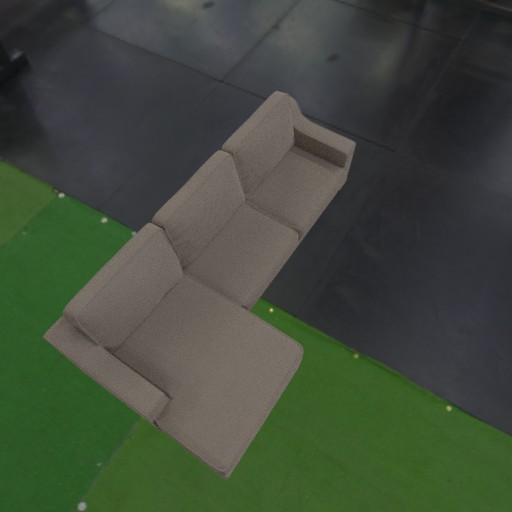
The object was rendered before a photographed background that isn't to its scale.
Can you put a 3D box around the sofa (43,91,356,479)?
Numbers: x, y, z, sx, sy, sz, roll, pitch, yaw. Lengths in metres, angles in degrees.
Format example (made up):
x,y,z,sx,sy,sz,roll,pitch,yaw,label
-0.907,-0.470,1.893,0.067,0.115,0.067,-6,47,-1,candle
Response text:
x,y,z,sx,sy,sz,roll,pitch,yaw,label
0.000,0.000,3.163,1.294,0.928,2.561,30,64,17,sofa
